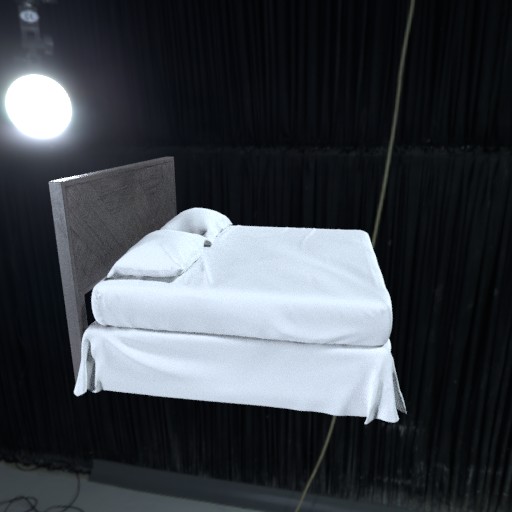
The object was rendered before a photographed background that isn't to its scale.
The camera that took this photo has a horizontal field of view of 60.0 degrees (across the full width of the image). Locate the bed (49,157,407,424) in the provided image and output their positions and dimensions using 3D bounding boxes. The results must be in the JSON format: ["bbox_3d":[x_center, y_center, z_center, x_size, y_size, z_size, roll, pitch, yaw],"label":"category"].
[{"bbox_3d":[0.000,0.000,2.927,1.785,1.142,1.772,3,17,9],"label":"bed"}]
